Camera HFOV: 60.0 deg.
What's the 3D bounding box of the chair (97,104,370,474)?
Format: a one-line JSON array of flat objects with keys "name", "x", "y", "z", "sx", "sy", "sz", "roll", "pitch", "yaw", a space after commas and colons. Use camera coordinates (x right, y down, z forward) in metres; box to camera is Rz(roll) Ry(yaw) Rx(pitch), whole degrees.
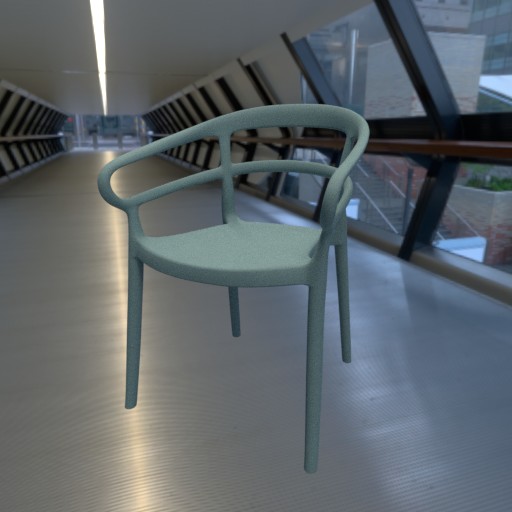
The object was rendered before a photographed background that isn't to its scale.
[{"name": "chair", "x": 0.000, "y": 0.000, "z": 1.142, "sx": 0.559, "sy": 0.761, "sz": 0.527, "roll": 8, "pitch": 18, "yaw": 25}]
